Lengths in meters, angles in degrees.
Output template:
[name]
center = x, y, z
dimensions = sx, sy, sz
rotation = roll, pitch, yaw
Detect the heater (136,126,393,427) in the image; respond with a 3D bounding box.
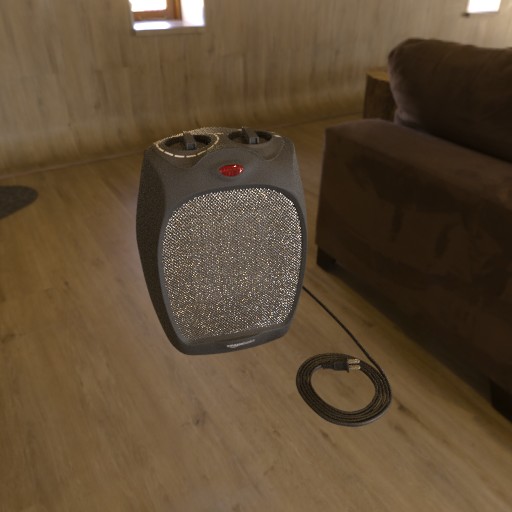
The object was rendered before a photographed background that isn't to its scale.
[heater]
center = 0.000, 0.000, 0.469
dimensions = 0.239, 0.240, 0.291
rotation = -9, 33, -13
